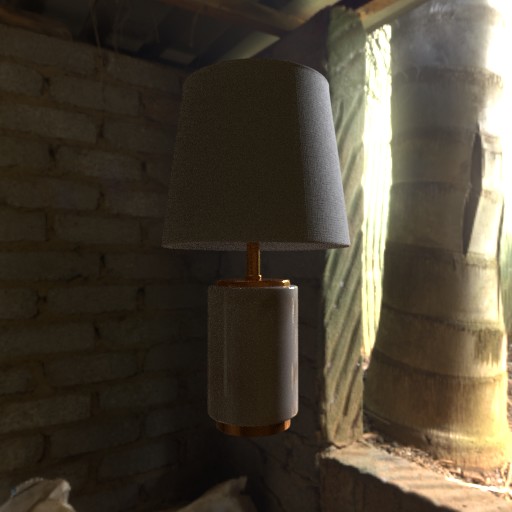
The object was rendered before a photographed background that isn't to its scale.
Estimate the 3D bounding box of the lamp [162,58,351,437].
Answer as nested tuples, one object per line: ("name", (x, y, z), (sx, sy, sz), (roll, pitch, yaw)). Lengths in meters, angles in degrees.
("lamp", (0.000, 0.000, 0.454), (0.189, 0.340, 0.189), (0, -1, 0))
